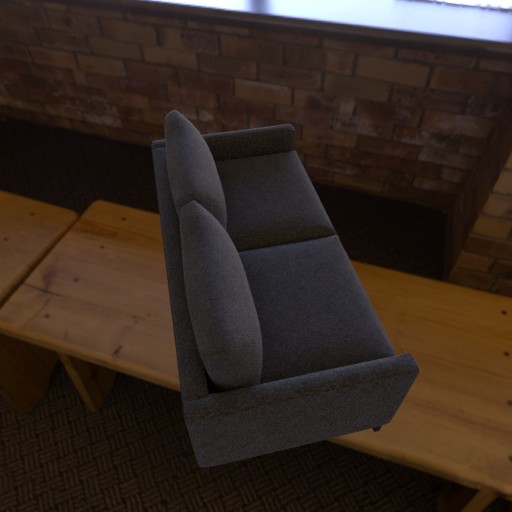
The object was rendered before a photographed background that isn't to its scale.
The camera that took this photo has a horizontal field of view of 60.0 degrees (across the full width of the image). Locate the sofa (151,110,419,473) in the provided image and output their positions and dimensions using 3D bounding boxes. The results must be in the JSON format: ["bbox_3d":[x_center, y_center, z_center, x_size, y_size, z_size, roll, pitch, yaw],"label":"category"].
[{"bbox_3d":[0.000,0.000,2.212,0.866,0.862,1.716,-10,48,-9],"label":"sofa"}]
